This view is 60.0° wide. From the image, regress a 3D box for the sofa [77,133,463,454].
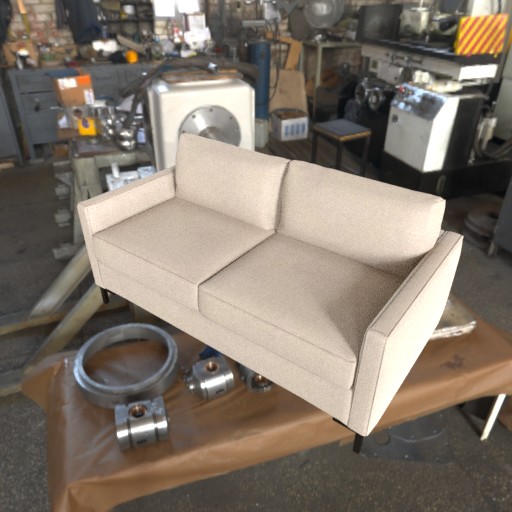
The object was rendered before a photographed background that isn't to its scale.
[{"bbox_3d":[0.000,0.000,2.187,1.682,0.840,0.875,22,38,31],"label":"sofa"}]
